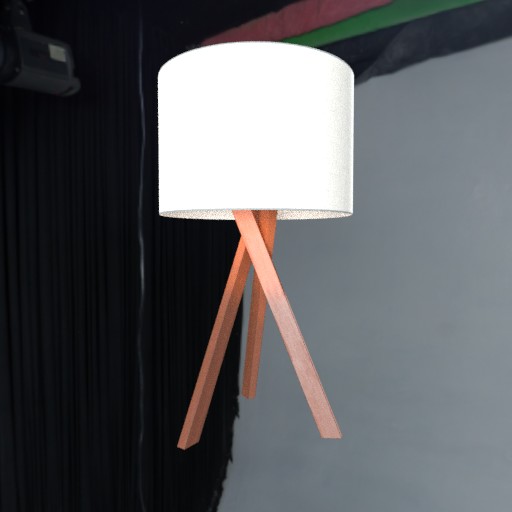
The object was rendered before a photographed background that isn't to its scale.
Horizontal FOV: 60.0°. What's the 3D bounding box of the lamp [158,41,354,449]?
[{"bbox_3d":[0.000,0.000,0.895,0.380,0.686,0.380,2,3,37],"label":"lamp"}]
